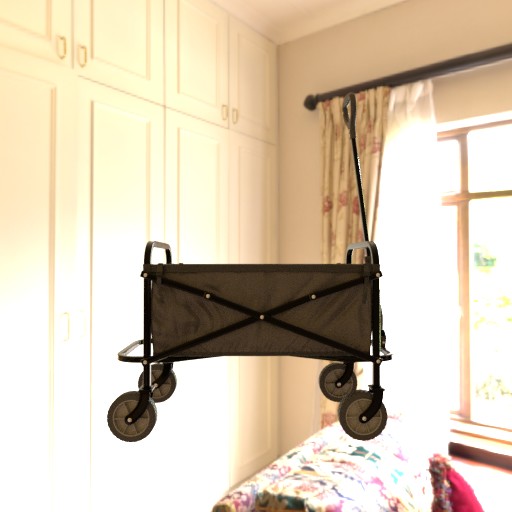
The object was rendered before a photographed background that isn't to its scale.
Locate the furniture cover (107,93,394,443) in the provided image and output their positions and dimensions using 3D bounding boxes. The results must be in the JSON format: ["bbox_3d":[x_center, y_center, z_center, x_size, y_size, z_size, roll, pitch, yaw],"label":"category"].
[{"bbox_3d":[0.000,0.000,1.777,1.038,1.295,0.532,0,-1,-1],"label":"furniture cover"}]
